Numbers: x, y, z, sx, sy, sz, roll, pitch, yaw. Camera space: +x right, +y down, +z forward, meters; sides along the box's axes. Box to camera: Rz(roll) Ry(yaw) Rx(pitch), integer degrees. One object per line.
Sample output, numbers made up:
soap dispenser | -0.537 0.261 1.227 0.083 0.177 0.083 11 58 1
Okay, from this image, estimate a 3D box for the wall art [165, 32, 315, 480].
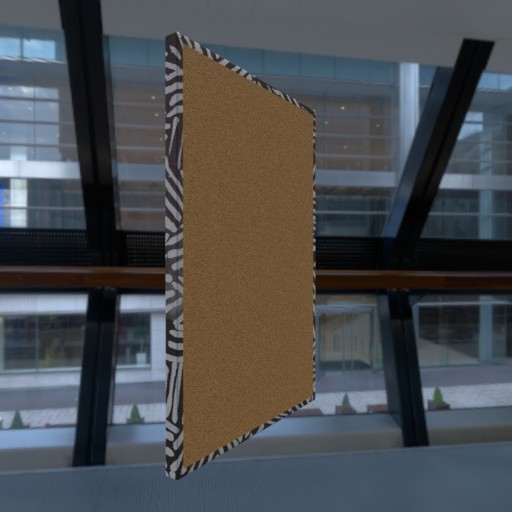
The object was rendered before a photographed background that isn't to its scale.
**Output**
wall art | 0.000 0.000 1.165 0.035 0.918 0.615 0 0 35
